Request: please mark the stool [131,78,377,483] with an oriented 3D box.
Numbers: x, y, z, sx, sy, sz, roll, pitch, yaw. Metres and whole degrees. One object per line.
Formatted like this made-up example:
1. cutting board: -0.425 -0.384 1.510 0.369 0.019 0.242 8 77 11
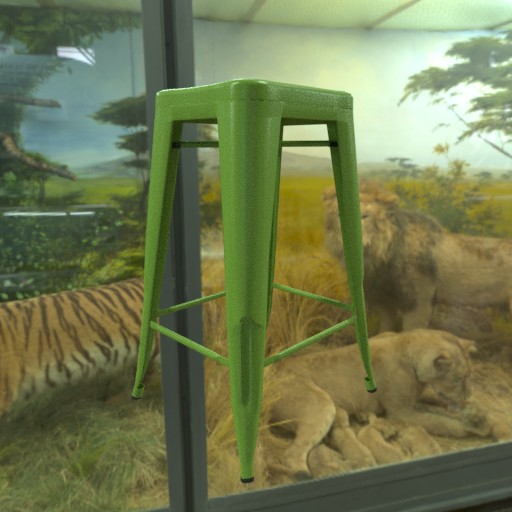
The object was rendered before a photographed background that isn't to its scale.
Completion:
1. stool: 0.000 0.000 0.873 0.398 0.609 0.358 -14 20 -43
